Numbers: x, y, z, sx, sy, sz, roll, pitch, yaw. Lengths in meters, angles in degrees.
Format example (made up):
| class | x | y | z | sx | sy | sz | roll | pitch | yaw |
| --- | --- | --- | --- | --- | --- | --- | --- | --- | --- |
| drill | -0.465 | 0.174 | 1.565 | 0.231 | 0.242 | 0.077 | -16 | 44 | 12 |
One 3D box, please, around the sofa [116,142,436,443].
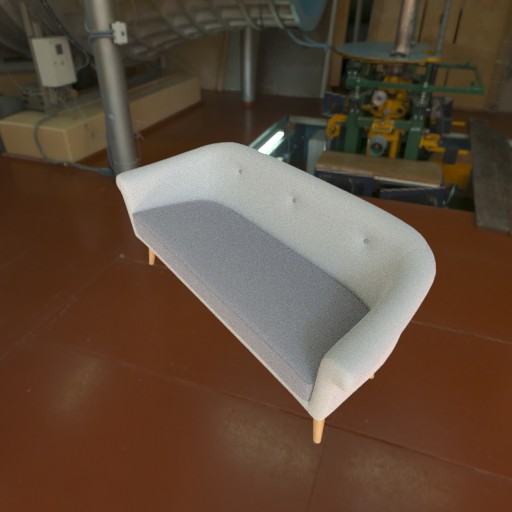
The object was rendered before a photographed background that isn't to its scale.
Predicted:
| class | x | y | z | sx | sy | sz | roll | pitch | yaw |
| --- | --- | --- | --- | --- | --- | --- | --- | --- | --- |
| sofa | 0.000 | 0.000 | 2.521 | 0.827 | 0.795 | 2.160 | -21 | 38 | -29 |
